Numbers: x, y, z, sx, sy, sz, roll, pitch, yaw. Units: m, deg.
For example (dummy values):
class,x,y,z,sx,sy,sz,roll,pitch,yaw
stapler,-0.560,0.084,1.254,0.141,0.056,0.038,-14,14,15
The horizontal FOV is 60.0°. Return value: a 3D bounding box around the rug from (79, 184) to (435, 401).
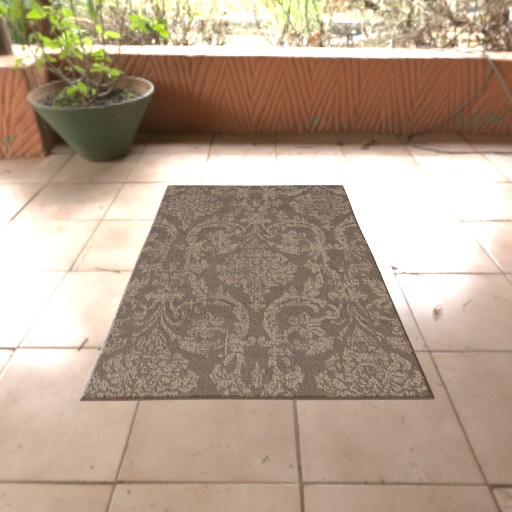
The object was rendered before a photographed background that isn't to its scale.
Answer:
class,x,y,z,sx,sy,sz,roll,pitch,yaw
rug,0.000,0.000,2.272,1.206,0.012,1.824,0,32,0
